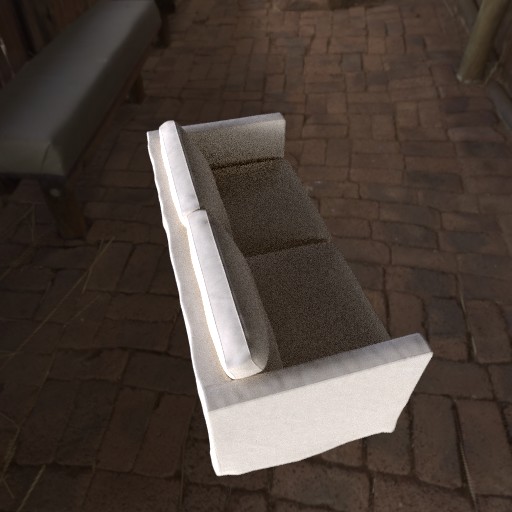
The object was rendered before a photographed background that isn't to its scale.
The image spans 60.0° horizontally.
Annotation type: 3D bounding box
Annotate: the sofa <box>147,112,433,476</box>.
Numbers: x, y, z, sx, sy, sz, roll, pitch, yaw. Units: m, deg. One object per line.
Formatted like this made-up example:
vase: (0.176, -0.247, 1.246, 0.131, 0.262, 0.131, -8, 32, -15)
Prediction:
sofa: (0.000, 0.000, 2.511, 0.940, 0.870, 1.987, -12, 48, -11)
